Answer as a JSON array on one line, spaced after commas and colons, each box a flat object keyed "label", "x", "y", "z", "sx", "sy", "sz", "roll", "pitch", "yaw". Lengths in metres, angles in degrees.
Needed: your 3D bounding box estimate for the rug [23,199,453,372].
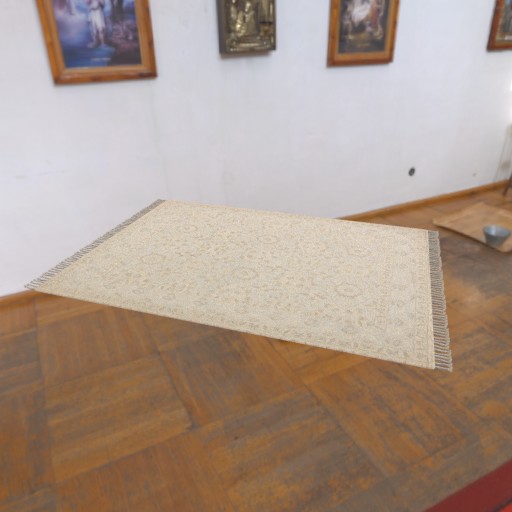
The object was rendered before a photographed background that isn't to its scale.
[{"label": "rug", "x": 0.000, "y": 0.000, "z": 2.236, "sx": 1.771, "sy": 0.015, "sz": 1.223, "roll": 8, "pitch": 28, "yaw": 16}]
